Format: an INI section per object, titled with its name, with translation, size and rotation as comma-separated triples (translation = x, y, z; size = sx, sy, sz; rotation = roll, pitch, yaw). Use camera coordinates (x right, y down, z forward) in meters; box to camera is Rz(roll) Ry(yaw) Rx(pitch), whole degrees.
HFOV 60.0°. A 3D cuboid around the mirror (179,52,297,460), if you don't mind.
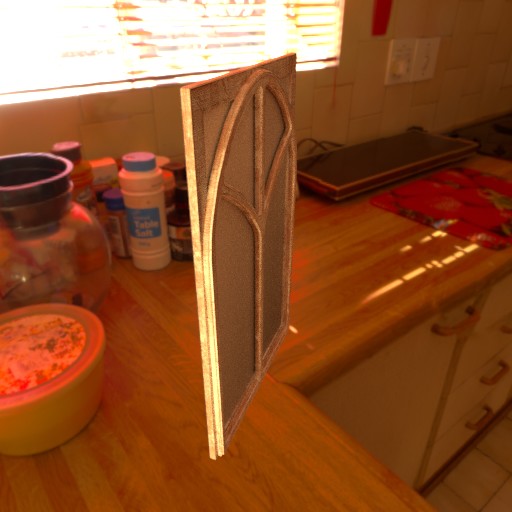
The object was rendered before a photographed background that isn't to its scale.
[mirror]
translation = 0.000, 0.000, 0.992
size = 0.058, 0.787, 0.495
rotation = 11, 32, 19
